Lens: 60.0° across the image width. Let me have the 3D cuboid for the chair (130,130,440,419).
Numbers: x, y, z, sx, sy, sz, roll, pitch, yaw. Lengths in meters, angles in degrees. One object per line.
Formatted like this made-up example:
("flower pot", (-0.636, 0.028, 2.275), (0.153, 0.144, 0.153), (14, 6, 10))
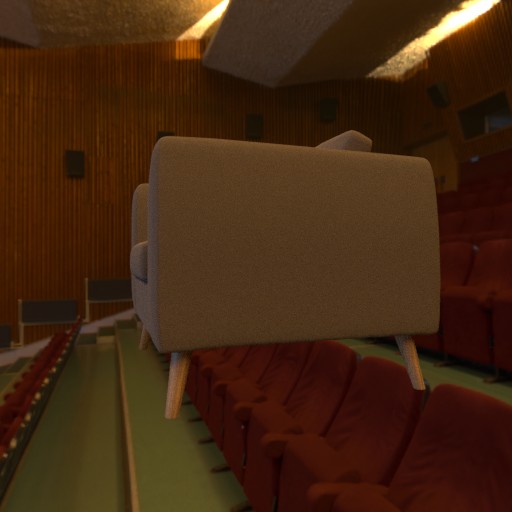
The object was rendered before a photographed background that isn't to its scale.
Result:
("chair", (0.000, 0.000, 1.741), (0.930, 0.860, 1.000), (0, 0, -19))
